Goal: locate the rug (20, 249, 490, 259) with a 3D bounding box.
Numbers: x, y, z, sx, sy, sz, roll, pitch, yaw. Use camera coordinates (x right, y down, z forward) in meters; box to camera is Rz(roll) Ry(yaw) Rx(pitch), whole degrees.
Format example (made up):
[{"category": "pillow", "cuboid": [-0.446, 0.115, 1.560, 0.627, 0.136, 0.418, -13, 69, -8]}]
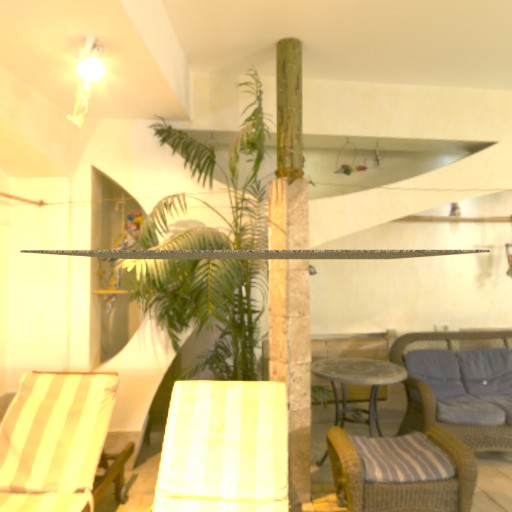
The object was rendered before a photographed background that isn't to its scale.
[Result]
[{"category": "rug", "cuboid": [0.000, 0.000, 4.214, 3.204, 0.017, 2.448, 0, -2, 1]}]
